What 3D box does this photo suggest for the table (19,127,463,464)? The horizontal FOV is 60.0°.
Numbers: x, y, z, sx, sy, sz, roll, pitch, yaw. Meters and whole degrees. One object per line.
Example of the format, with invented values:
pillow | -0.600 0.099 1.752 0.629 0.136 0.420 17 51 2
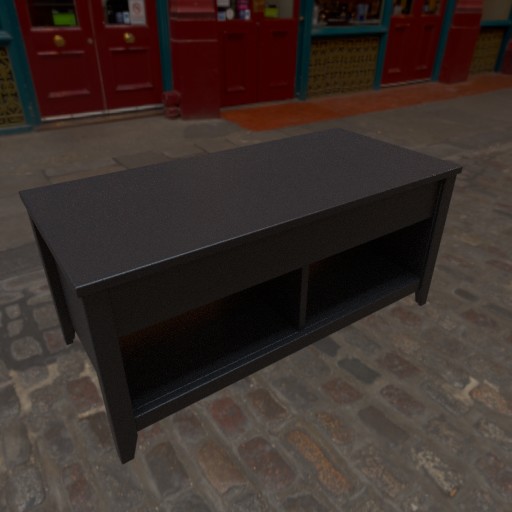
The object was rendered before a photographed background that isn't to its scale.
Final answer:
table | 0.000 0.000 1.227 1.016 0.457 0.483 -19 36 -29
